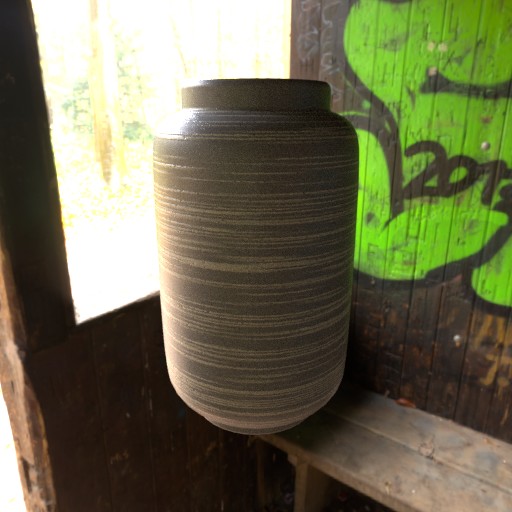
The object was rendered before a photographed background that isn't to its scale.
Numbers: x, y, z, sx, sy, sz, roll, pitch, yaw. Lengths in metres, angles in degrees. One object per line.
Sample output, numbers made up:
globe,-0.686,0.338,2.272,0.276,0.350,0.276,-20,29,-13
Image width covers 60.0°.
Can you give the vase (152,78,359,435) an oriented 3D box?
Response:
vase,0.000,0.000,0.685,0.297,0.499,0.297,0,18,0
